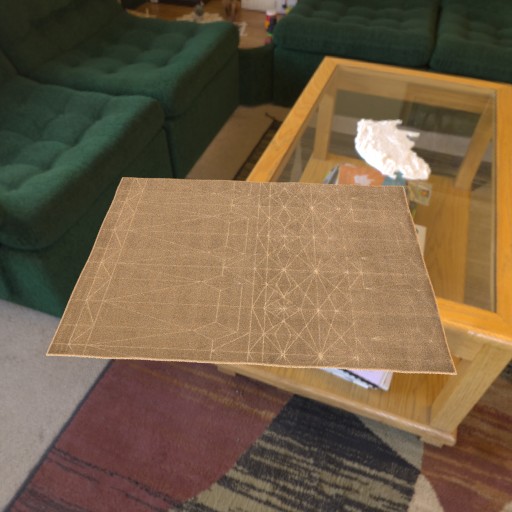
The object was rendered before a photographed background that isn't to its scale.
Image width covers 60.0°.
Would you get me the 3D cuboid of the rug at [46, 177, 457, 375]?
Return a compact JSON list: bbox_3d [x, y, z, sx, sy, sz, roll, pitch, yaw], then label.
[{"bbox_3d":[0.000,0.000,4.440,3.357,0.019,2.449,2,47,2],"label":"rug"}]
